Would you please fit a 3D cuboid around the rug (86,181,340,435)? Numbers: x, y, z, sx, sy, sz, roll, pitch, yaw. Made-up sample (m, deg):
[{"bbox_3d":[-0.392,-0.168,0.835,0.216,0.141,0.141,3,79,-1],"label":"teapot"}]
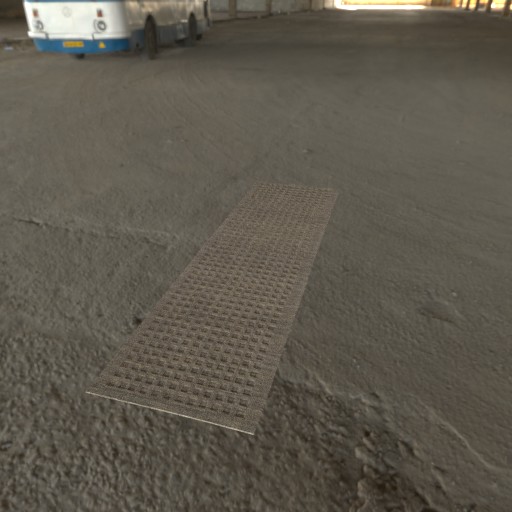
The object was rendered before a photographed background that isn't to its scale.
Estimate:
[{"bbox_3d":[0.000,0.000,2.699,0.706,0.009,2.443,9,32,14],"label":"rug"}]
